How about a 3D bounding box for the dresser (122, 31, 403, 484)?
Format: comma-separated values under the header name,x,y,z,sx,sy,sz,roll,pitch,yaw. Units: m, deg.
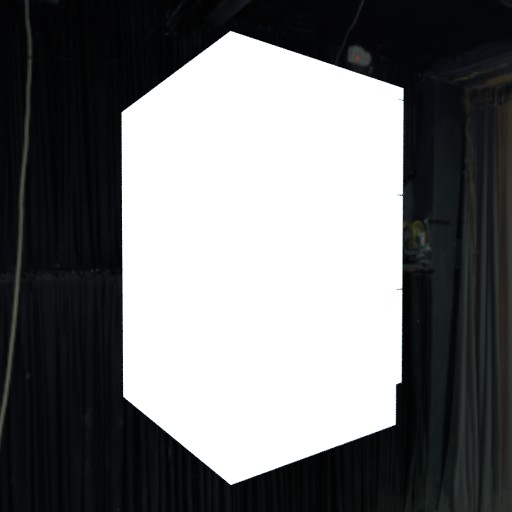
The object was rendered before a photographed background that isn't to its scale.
name,x,y,z,sx,sy,sz,roll,pitch,yaw
dresser,0.000,0.000,0.814,0.360,0.560,0.400,-1,1,-35
